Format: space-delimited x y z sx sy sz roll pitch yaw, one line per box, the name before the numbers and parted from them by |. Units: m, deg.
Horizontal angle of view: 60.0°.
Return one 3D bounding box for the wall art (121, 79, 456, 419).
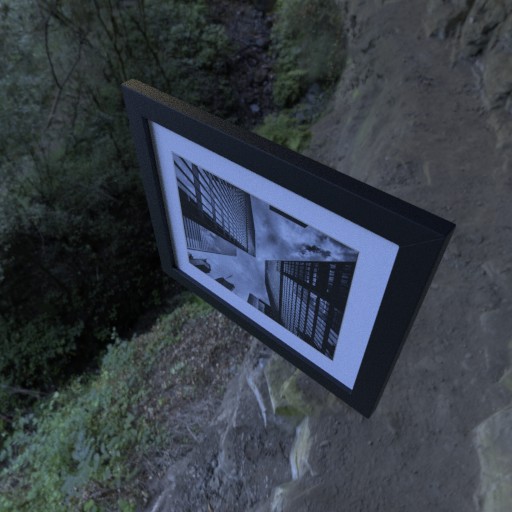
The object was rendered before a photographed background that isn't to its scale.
wall art | 0.000 0.000 0.768 0.558 0.457 0.031 32 54 27
